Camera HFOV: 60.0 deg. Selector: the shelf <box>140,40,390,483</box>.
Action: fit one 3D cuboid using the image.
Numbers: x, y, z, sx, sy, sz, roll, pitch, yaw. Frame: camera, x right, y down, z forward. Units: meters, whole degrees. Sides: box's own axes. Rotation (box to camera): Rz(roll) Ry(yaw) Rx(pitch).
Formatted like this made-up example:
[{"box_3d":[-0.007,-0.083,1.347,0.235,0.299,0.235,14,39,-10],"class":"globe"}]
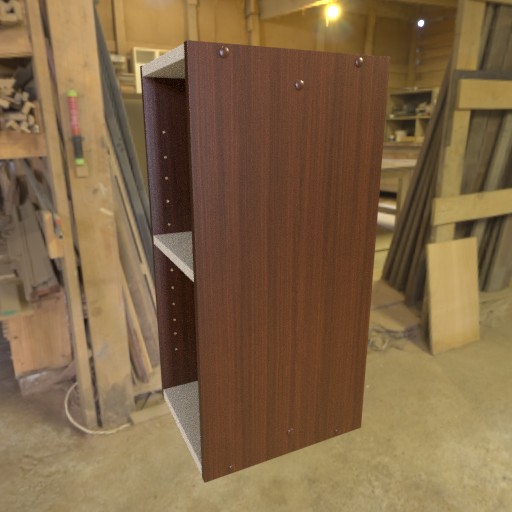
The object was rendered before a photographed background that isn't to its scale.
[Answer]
[{"box_3d":[0.000,0.000,0.742,0.290,0.600,0.253,-8,18,-25],"class":"shelf"}]
